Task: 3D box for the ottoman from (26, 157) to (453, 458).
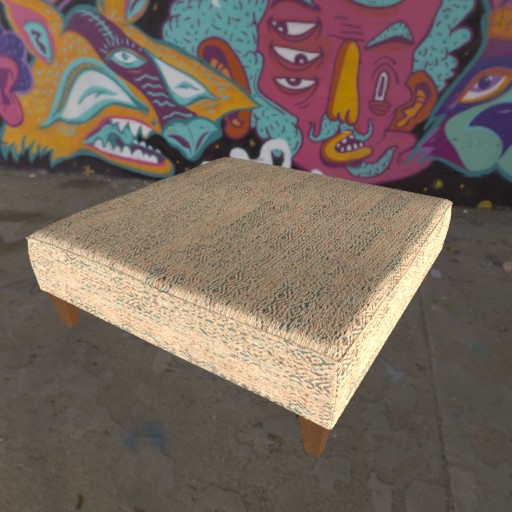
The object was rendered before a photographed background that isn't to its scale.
[{"bbox_3d":[0.000,0.000,1.473,1.004,0.356,0.968,17,33,29],"label":"ottoman"}]
